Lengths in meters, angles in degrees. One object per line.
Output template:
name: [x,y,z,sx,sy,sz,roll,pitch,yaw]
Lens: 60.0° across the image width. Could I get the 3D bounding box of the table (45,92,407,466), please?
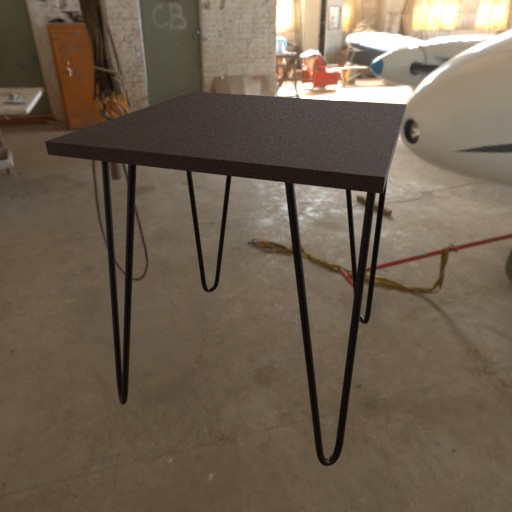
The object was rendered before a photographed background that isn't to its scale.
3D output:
table: [0.000,0.000,0.930,0.495,0.559,0.495,10,30,17]
